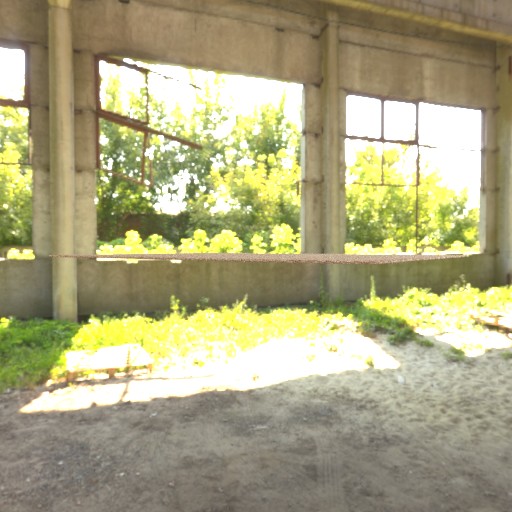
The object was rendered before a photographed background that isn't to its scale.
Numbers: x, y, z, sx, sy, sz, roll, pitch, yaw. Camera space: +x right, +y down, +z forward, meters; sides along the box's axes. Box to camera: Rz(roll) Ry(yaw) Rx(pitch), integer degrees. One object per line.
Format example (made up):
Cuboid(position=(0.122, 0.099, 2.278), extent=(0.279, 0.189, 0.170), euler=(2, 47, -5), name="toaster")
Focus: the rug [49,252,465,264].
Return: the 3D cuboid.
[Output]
Cuboid(position=(0.000, 0.000, 2.760), extent=(2.141, 0.013, 1.566), euler=(1, 1, 35), name="rug")
